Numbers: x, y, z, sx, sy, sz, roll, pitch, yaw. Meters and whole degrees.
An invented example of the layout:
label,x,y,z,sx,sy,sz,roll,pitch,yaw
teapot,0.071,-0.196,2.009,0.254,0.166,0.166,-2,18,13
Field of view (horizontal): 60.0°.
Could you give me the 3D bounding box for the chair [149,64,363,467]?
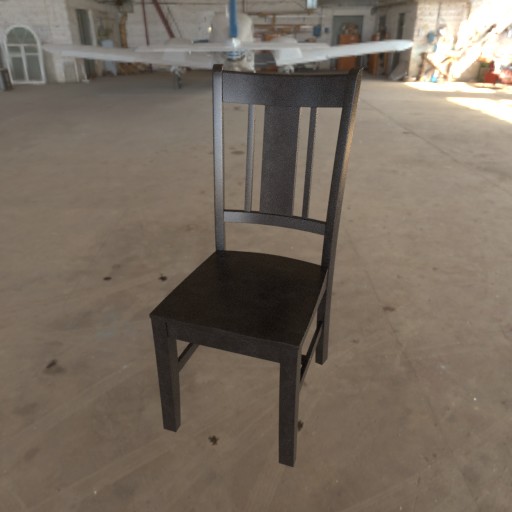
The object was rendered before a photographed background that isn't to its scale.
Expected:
label,x,y,z,sx,sy,sz,roll,pitch,yaw
chair,0.000,0.000,1.297,0.450,0.998,0.555,9,28,17
